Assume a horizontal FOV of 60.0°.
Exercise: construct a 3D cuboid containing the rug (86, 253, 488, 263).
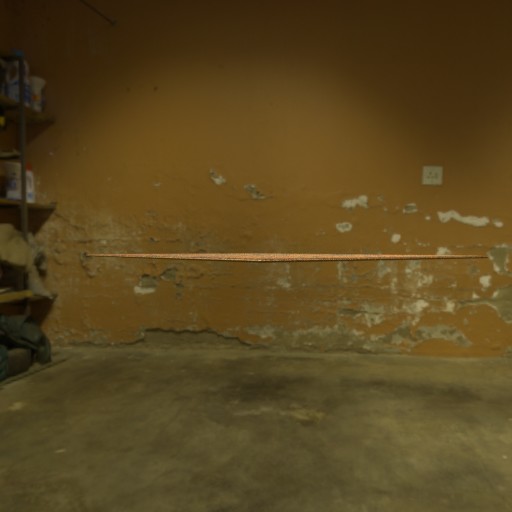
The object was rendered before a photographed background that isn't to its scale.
[{"bbox_3d":[0.000,0.000,3.780,2.043,0.019,2.916,-1,1,-36],"label":"rug"}]
